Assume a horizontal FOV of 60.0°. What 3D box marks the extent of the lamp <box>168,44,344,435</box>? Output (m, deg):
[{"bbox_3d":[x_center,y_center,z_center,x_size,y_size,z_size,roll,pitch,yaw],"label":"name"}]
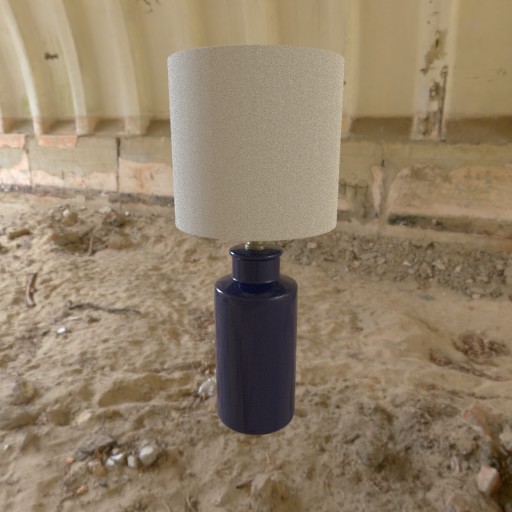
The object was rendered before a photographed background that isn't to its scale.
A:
[{"bbox_3d":[0.000,0.000,0.606,0.212,0.493,0.212,-3,16,-9],"label":"lamp"}]
